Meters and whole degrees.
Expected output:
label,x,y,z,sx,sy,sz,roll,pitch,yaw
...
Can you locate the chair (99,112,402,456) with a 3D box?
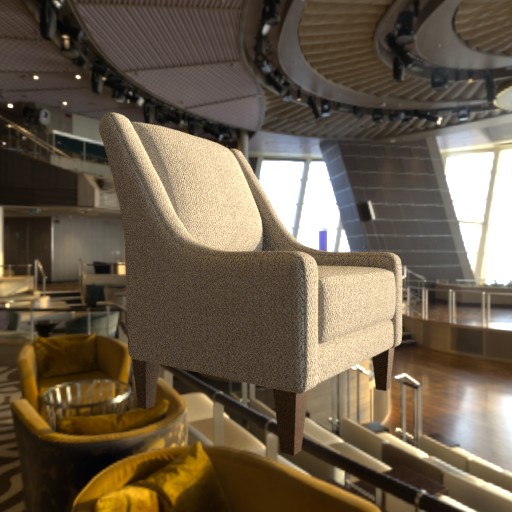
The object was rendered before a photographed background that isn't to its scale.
label,x,y,z,sx,sy,sz,roll,pitch,yaw
chair,0.000,0.000,1.629,0.870,1.014,0.774,0,0,36
